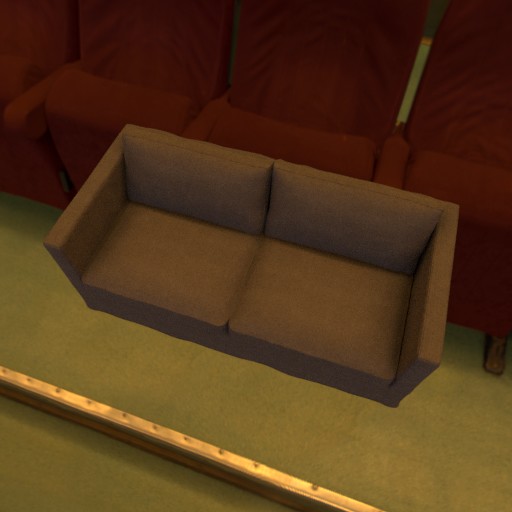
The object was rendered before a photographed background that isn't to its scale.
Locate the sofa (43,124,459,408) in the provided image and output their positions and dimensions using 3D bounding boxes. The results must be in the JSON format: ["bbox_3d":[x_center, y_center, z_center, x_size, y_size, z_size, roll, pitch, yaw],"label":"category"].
[{"bbox_3d":[0.000,0.000,2.497,1.982,0.855,0.953,16,60,10],"label":"sofa"}]
